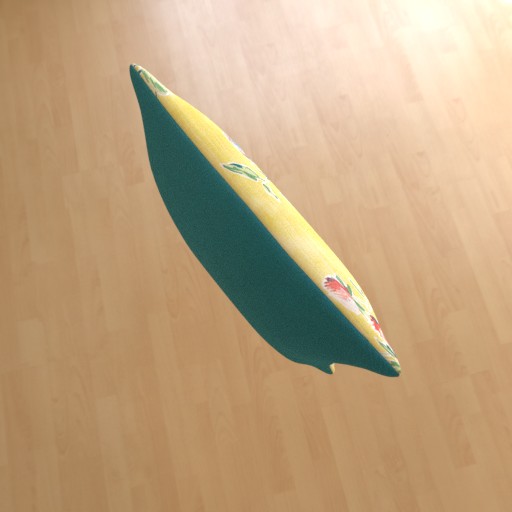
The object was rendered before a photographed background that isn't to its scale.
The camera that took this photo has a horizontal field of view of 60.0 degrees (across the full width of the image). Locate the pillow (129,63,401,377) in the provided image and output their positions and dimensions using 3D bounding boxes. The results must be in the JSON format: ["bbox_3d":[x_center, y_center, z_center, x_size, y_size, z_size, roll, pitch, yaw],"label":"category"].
[{"bbox_3d":[0.000,0.000,0.788,0.166,0.508,0.525,-38,78,-9],"label":"pillow"}]
